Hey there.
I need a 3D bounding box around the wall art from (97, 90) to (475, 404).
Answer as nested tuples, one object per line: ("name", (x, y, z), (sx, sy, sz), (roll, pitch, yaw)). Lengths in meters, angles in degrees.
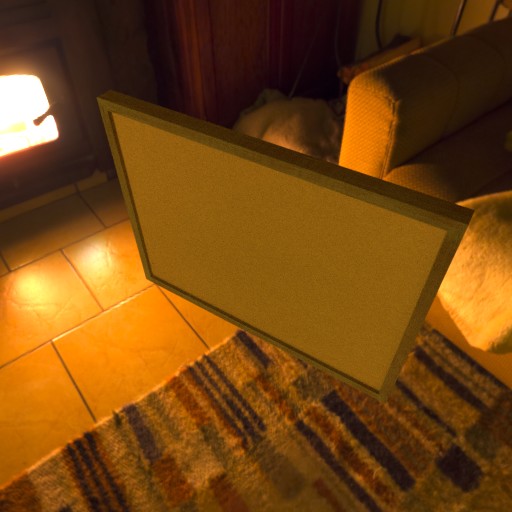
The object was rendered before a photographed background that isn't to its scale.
("wall art", (0.000, 0.000, 1.757), (1.320, 1.009, 0.070), (24, 51, 21))
